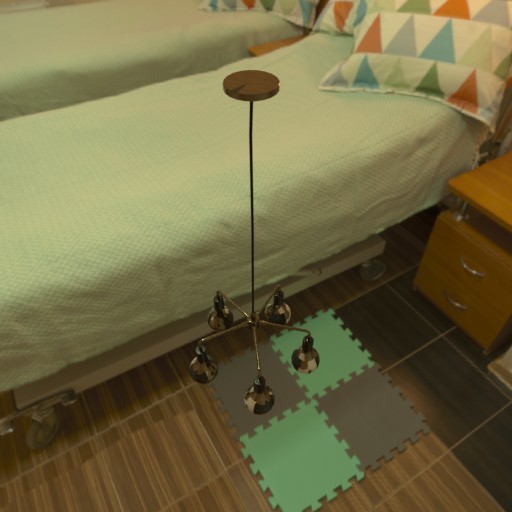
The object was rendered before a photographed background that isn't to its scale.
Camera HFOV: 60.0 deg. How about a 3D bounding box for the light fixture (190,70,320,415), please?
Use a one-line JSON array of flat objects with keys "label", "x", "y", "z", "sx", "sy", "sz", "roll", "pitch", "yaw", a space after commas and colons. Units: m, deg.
[{"label": "light fixture", "x": 0.000, "y": 0.000, "z": 1.218, "sx": 0.438, "sy": 0.988, "sz": 0.421, "roll": 22, "pitch": 49, "yaw": 20}]
